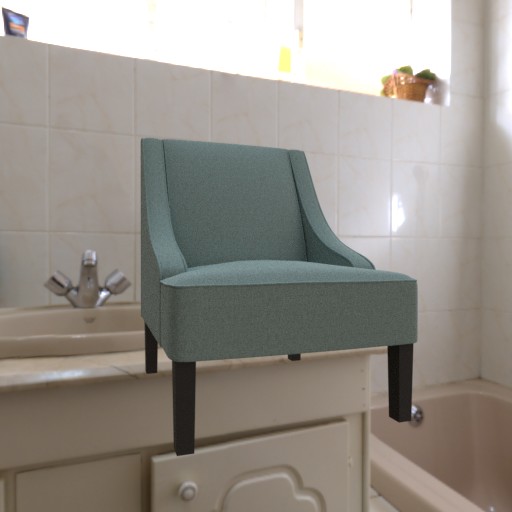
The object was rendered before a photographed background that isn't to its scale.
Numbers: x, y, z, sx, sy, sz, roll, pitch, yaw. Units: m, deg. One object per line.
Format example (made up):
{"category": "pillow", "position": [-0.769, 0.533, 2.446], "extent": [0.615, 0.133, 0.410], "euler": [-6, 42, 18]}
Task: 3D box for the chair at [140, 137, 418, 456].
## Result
{"category": "chair", "position": [0.000, 0.000, 1.841], "extent": [0.857, 1.133, 1.025], "euler": [0, 1, -19]}
